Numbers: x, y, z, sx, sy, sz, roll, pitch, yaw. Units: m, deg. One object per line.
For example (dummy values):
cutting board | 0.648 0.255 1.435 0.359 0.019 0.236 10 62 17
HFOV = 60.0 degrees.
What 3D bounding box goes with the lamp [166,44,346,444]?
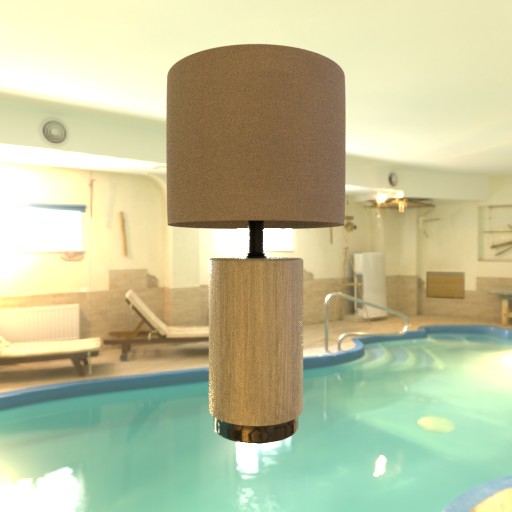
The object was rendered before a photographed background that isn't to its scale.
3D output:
lamp | 0.000 0.000 0.577 0.228 0.444 0.228 1 1 35
